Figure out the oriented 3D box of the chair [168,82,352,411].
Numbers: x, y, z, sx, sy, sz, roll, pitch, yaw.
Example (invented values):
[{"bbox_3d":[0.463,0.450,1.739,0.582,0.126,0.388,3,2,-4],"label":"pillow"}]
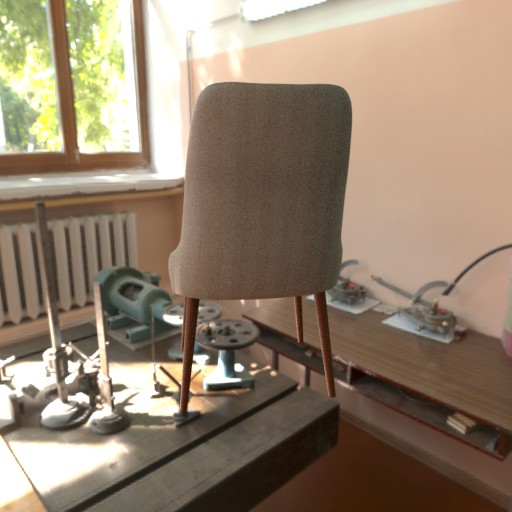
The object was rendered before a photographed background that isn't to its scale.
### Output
[{"bbox_3d":[0.000,0.000,1.354,0.526,0.917,0.684,-2,15,-9],"label":"chair"}]
